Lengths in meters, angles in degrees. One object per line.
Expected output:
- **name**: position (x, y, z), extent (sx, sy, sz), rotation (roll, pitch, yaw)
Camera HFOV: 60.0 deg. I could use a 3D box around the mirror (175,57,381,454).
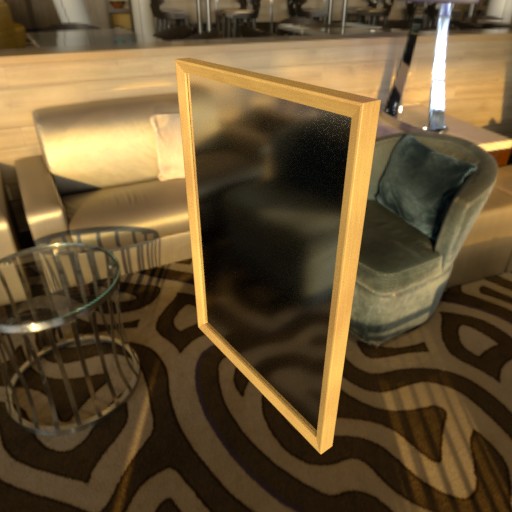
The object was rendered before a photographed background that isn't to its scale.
- **mirror**: position (0.000, 0.000, 0.926), extent (0.039, 0.710, 0.507), rotation (-21, 37, -31)
